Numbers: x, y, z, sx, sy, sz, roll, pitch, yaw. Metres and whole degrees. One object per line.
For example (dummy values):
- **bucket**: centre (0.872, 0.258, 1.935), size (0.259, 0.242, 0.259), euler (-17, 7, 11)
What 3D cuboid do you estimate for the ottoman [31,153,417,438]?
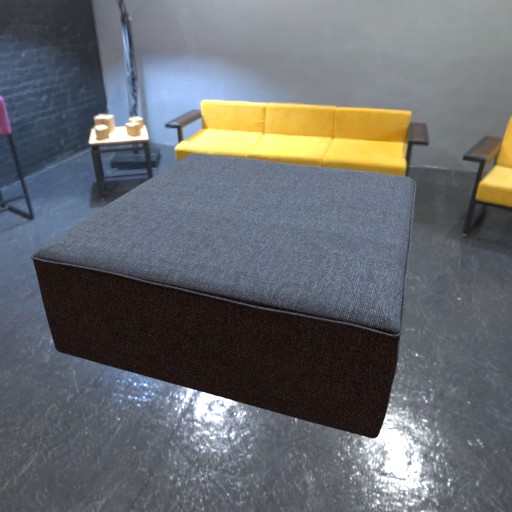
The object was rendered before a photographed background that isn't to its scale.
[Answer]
- **ottoman**: centre (0.000, 0.000, 1.574), size (1.023, 0.423, 1.017), euler (10, 31, 17)
